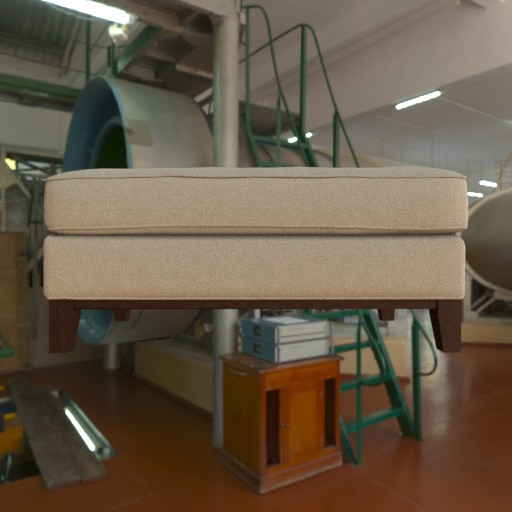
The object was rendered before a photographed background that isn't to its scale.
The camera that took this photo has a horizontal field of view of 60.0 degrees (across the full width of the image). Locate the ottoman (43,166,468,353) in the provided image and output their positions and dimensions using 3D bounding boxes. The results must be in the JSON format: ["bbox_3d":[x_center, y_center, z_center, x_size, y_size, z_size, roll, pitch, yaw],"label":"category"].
[{"bbox_3d":[0.000,0.000,1.467,1.143,0.508,0.648,0,0,-1],"label":"ottoman"}]
